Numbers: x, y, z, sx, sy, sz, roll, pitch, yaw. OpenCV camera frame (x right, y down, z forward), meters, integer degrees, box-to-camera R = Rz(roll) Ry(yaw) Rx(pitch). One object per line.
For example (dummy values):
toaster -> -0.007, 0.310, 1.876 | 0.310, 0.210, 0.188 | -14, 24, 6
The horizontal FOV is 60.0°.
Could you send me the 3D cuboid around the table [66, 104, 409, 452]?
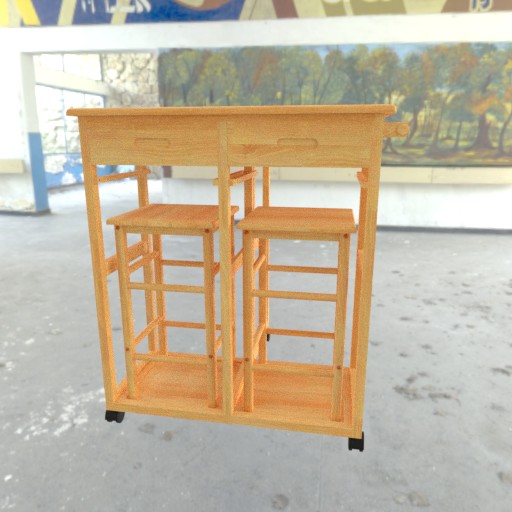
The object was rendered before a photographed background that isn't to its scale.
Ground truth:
table -> 0.000, 0.000, 1.367 | 0.752, 0.832, 0.693 | 3, 15, 10
